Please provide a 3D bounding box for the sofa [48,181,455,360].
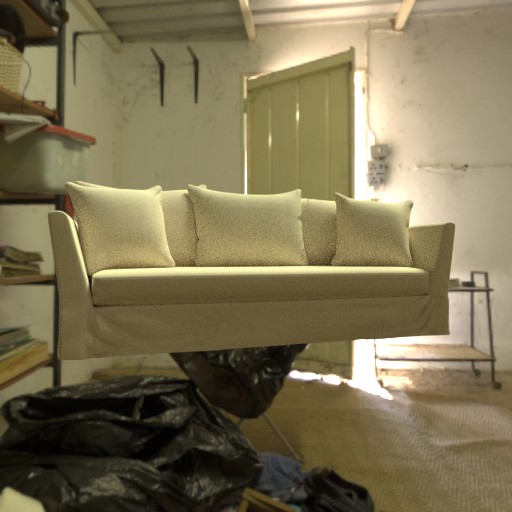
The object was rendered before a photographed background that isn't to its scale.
[{"bbox_3d":[0.000,0.000,3.039,2.484,1.042,1.030,0,0,-18],"label":"sofa"}]
